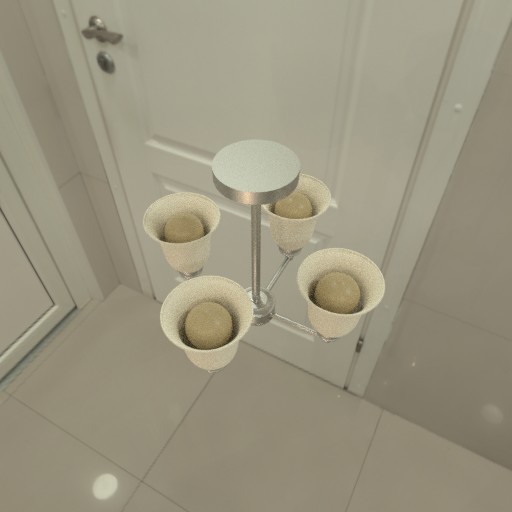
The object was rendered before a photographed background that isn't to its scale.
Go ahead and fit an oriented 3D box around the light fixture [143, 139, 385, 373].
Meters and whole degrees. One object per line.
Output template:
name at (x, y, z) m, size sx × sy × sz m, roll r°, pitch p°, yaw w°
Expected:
light fixture at (0.000, 0.000, 0.740) m, size 0.427 × 0.370 × 0.427 m, roll 22°, pitch 51°, yaw 19°
